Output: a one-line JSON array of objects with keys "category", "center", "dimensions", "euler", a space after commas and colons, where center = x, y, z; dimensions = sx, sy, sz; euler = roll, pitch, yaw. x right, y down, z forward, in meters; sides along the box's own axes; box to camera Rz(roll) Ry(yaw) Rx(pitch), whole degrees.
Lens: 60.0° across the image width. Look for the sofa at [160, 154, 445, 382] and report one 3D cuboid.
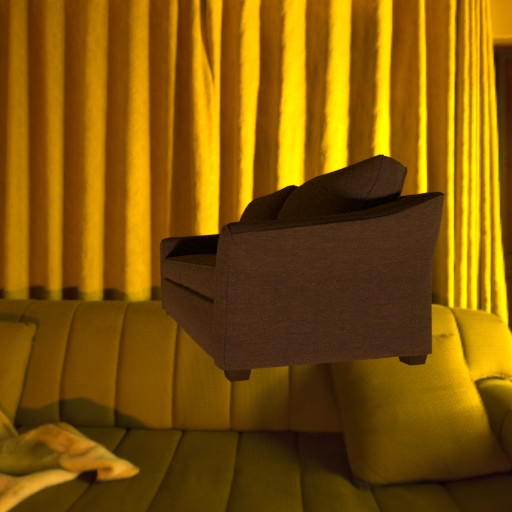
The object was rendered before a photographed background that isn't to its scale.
[{"category": "sofa", "center": [0.000, 0.000, 2.778], "dimensions": [0.971, 0.950, 2.270], "euler": [0, 1, -18]}]
